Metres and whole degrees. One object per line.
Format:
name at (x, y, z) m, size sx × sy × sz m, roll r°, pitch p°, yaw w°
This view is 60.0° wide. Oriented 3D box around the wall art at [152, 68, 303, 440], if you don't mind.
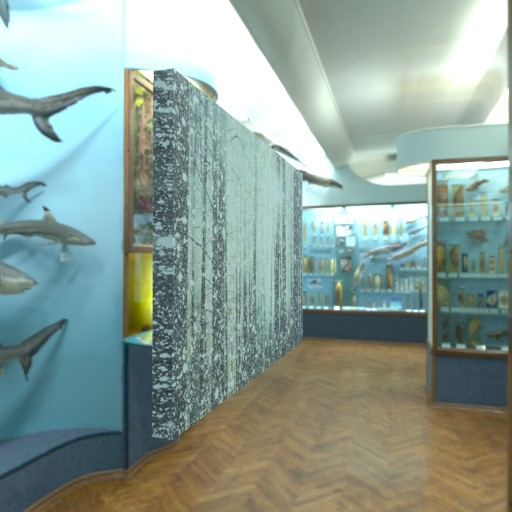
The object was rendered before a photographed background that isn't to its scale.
wall art at (0.000, 0.000, 1.153) m, size 0.038 × 0.598 × 0.919 m, roll 0°, pitch -1°, yaw 19°
